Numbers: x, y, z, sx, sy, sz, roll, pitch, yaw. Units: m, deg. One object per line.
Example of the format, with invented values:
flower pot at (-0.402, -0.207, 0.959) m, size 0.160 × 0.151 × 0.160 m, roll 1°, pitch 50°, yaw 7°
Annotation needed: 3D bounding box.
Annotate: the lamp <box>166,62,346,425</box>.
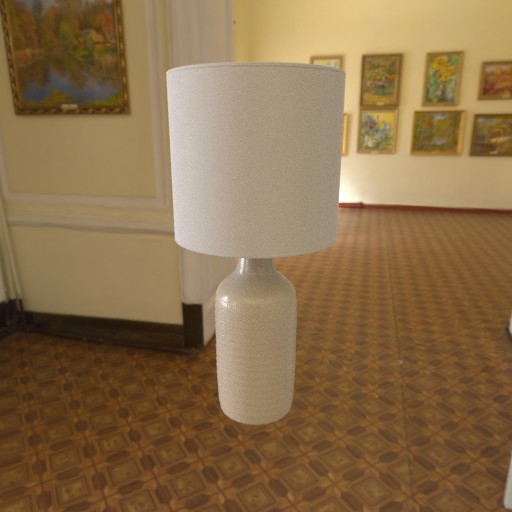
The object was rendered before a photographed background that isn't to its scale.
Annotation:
lamp at (0.000, 0.000, 0.622) m, size 0.220 × 0.475 × 0.220 m, roll 8°, pitch 18°, yaw 26°
